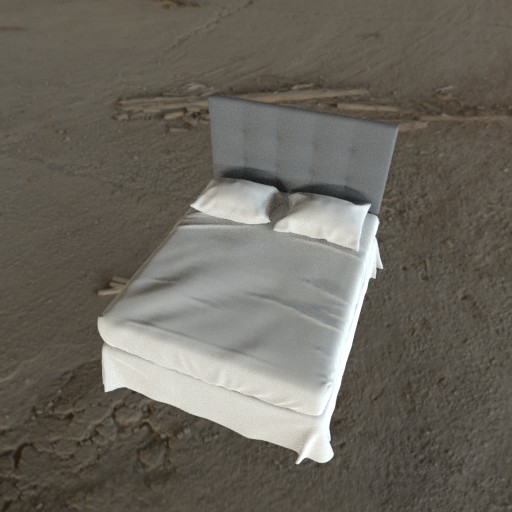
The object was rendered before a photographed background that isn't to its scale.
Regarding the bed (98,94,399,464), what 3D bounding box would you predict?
[{"bbox_3d":[0.000,0.000,3.490,1.936,1.577,2.222,15,45,15],"label":"bed"}]
